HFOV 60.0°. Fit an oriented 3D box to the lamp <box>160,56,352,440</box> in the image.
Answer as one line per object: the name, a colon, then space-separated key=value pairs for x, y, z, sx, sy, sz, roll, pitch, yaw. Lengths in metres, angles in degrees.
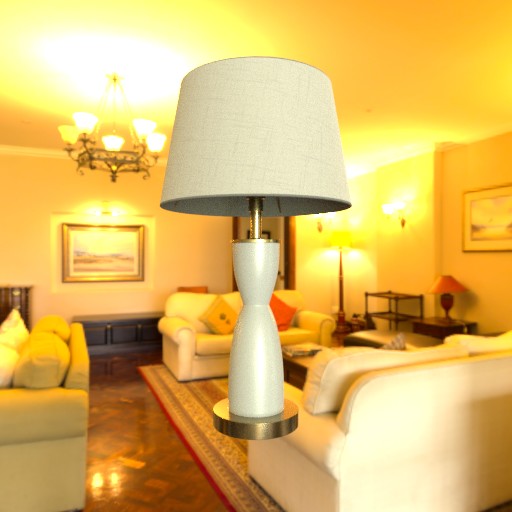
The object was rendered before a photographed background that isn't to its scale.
lamp: x=0.000 y=0.000 z=0.726 sx=0.309 sy=0.545 sz=0.309 roll=0 pitch=0 yaw=0
